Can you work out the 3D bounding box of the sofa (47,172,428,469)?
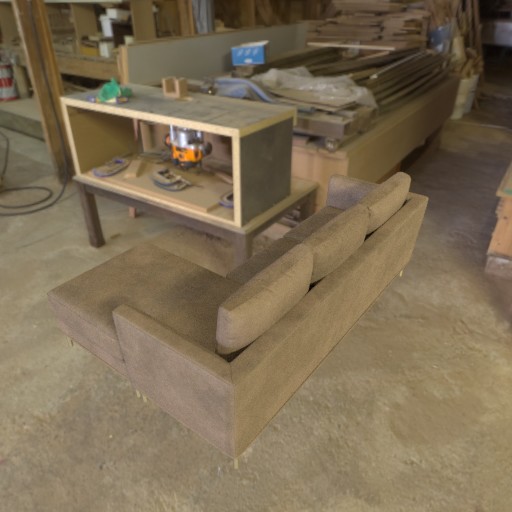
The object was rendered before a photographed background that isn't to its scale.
[{"bbox_3d":[0.000,0.000,3.256,1.622,0.987,2.438,22,38,31],"label":"sofa"}]
